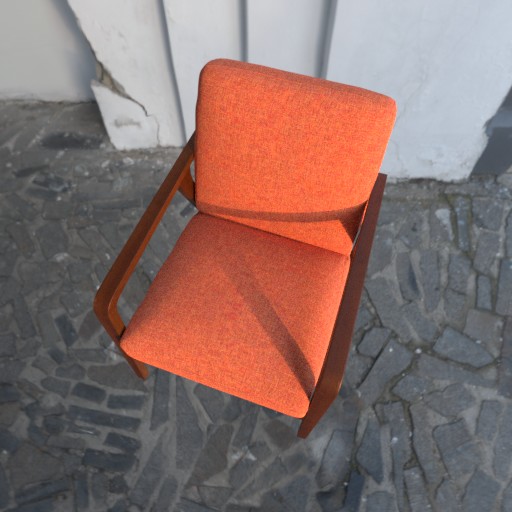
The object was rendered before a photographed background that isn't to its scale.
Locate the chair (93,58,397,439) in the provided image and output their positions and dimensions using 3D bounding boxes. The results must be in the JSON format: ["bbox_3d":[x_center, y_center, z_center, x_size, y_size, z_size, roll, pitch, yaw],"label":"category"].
[{"bbox_3d":[0.000,0.000,1.479,0.719,0.890,0.860,17,60,10],"label":"chair"}]
